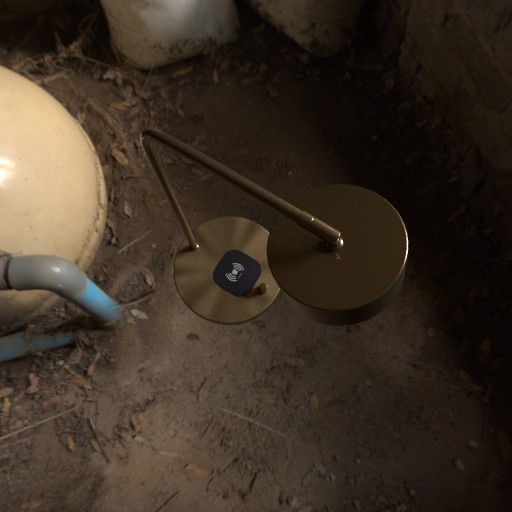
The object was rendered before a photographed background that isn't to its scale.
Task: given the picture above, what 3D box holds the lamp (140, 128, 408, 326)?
[{"bbox_3d":[0.000,0.000,0.519,0.270,0.380,0.171,31,77,8],"label":"lamp"}]
